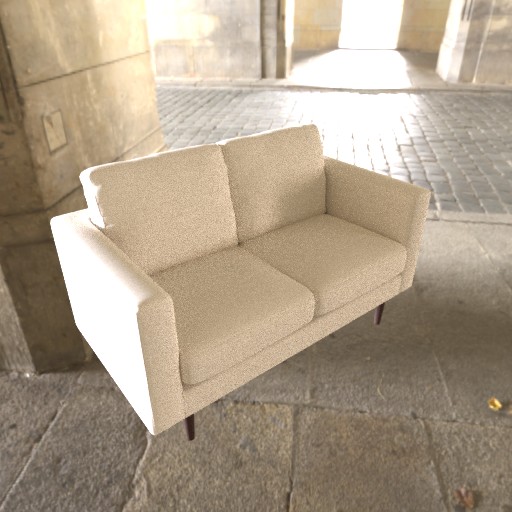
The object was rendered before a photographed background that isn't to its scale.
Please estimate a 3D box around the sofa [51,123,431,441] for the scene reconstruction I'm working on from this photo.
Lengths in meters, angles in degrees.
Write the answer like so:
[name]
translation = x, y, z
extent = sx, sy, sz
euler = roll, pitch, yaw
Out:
[sofa]
translation = 0.000, 0.000, 1.947
extent = 1.430, 0.908, 0.796
euler = -22, 36, -33
